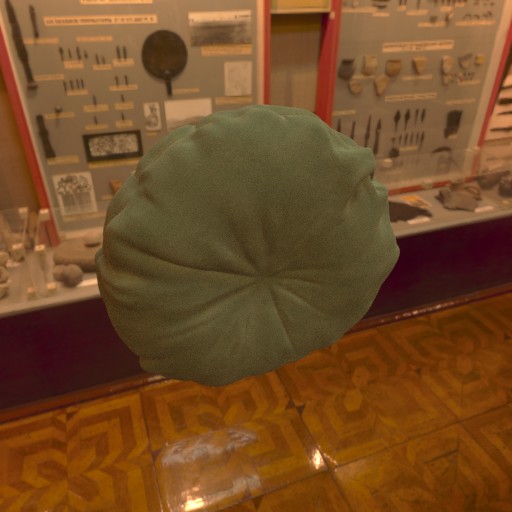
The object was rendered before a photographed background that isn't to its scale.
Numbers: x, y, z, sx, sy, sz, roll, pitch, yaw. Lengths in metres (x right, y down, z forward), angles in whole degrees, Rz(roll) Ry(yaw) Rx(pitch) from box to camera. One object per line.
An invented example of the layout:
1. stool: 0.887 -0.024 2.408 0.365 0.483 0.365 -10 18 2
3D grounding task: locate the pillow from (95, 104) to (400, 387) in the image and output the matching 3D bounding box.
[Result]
1. pillow: 0.000 0.000 0.627 0.428 0.407 0.148 -10 34 -15
